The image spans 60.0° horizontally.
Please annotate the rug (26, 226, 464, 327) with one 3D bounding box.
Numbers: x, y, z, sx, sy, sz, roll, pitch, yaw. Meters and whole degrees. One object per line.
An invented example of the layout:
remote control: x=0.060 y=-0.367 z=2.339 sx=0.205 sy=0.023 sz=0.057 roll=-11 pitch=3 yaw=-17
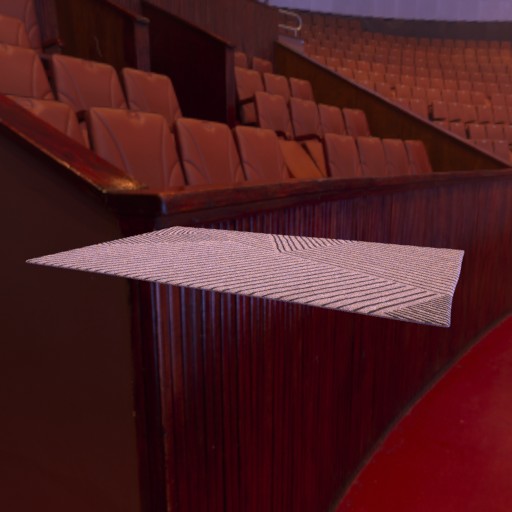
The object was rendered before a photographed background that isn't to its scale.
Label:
rug: x=0.000 y=0.000 z=2.870 sx=2.406 sy=0.023 sz=1.539 roll=6 pitch=14 yaw=26
